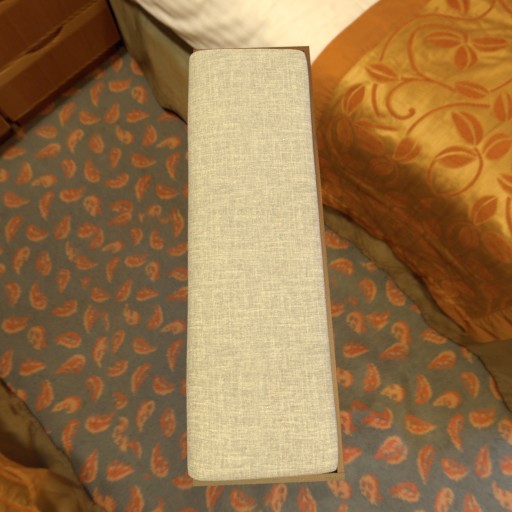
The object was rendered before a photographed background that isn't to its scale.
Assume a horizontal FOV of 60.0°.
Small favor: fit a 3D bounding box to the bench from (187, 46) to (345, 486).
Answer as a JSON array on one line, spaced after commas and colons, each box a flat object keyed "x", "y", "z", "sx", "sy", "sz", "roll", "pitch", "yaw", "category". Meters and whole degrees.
[{"x": 0.000, "y": 0.000, "z": 1.369, "sx": 0.367, "sy": 0.468, "sz": 1.196, "roll": -2, "pitch": 74, "yaw": -1, "category": "bench"}]
